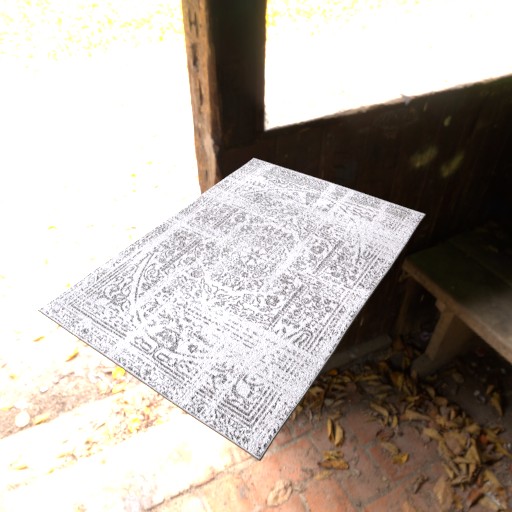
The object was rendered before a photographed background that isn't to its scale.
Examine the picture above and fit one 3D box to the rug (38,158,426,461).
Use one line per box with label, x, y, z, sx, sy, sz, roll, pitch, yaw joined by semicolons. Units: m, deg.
rug;0.000;0.000;3.203;1.706;0.026;2.438;24;46;25
